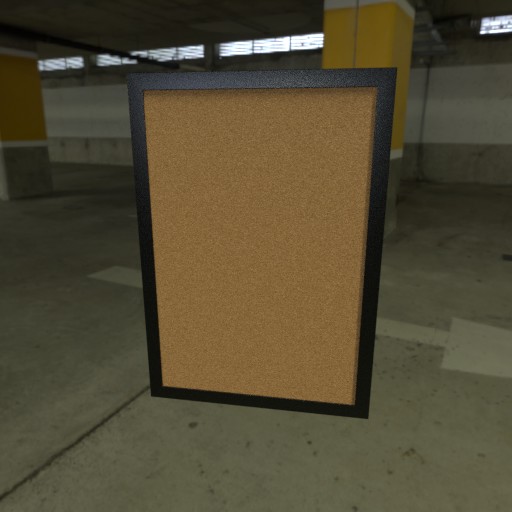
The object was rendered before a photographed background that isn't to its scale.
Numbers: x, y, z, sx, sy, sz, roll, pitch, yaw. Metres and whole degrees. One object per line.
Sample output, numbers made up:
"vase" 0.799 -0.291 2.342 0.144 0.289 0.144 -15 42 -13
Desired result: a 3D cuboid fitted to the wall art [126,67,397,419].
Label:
"wall art" 0.000 0.000 0.557 0.304 0.432 0.013 3 16 9
